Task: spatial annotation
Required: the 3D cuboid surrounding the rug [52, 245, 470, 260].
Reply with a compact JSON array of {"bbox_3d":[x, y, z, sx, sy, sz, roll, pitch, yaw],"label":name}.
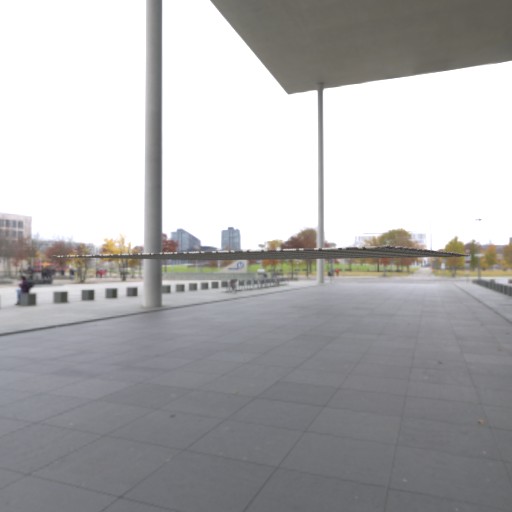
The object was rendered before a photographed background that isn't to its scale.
[{"bbox_3d":[0.000,0.000,3.011,2.425,0.014,1.563,-1,-2,36],"label":"rug"}]
